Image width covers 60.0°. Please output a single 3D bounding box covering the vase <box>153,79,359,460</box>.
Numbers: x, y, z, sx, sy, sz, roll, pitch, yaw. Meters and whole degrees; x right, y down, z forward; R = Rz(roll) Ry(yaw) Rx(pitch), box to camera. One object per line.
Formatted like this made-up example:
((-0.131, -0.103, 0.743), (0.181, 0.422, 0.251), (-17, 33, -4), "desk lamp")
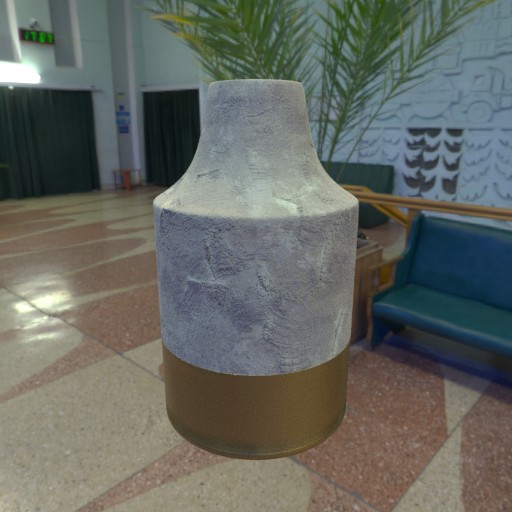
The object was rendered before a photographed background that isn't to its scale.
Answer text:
((0.000, 0.000, 0.419), (0.184, 0.305, 0.184), (0, 16, 0), "vase")
